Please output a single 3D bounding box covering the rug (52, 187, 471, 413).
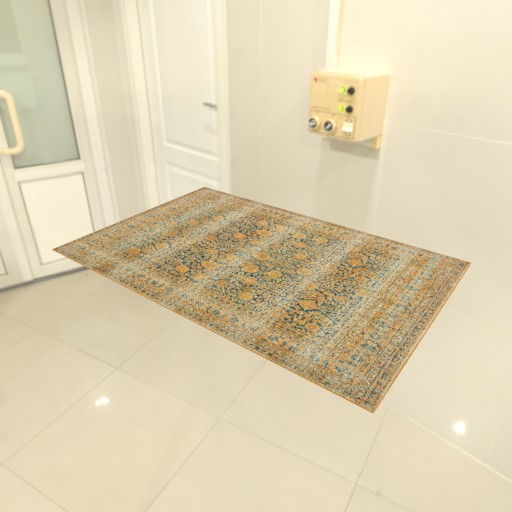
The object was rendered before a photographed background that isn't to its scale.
[{"bbox_3d":[0.000,0.000,2.943,2.336,0.007,1.525,20,35,32],"label":"rug"}]
